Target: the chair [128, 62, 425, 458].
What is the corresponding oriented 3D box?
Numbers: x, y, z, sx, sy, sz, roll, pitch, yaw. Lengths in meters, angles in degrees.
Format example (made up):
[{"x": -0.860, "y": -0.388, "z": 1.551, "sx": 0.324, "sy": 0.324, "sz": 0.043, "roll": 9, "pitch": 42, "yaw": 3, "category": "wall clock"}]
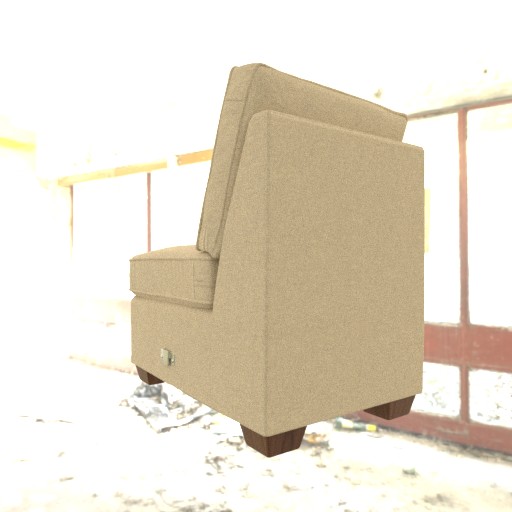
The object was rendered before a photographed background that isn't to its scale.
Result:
[{"x": 0.000, "y": 0.000, "z": 1.550, "sx": 0.621, "sy": 0.970, "sz": 0.938, "roll": 0, "pitch": -1, "yaw": -35, "category": "chair"}]
